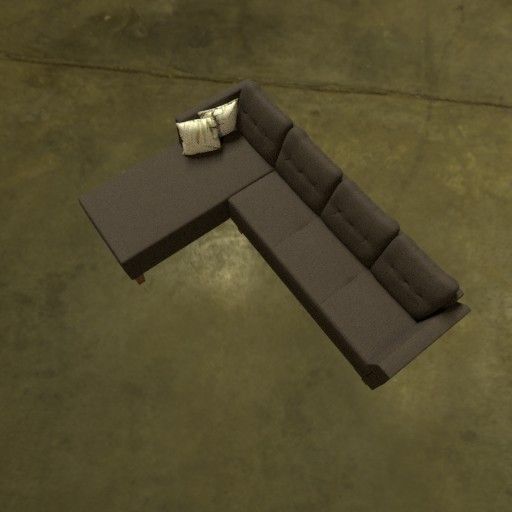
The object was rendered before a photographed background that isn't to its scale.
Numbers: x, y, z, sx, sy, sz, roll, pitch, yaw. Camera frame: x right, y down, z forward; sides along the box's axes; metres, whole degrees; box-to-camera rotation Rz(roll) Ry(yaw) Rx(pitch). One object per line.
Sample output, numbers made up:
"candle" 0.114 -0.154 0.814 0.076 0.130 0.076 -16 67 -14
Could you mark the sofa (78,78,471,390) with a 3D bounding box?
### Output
"sofa" 0.000 0.000 3.554 1.829 0.932 2.679 -34 69 -15
